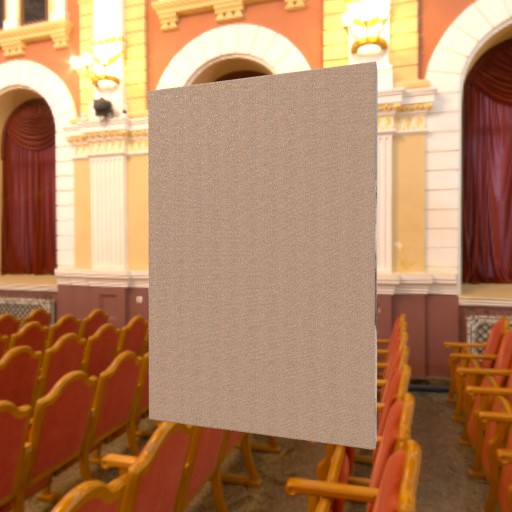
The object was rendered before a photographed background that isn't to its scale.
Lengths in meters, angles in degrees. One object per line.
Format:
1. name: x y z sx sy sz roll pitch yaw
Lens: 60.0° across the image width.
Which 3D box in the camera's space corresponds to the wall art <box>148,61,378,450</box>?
1. wall art: 0.000 0.000 1.158 0.609 0.911 0.061 0 1 18
